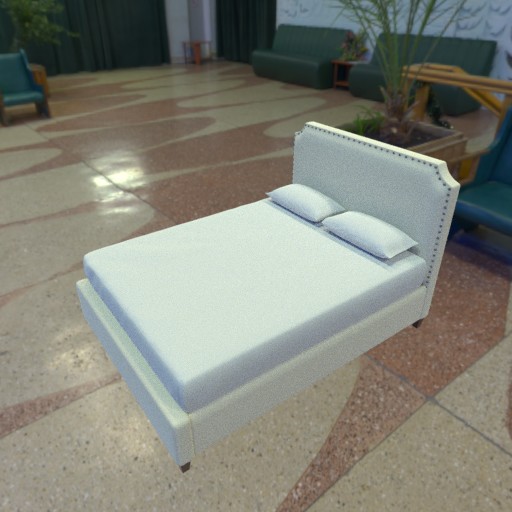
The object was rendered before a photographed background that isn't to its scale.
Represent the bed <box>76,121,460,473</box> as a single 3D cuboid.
[{"bbox_3d":[0.000,0.000,3.398,2.329,1.415,1.703,-21,37,-30],"label":"bed"}]
